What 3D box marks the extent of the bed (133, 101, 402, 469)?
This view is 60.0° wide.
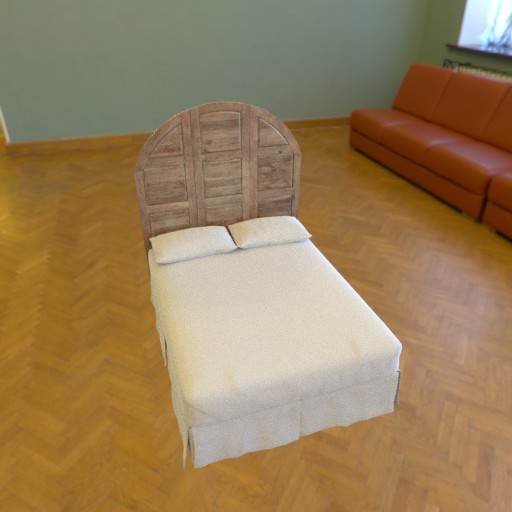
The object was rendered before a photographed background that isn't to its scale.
[{"bbox_3d":[0.000,0.000,3.588,1.713,2.002,2.112,-10,32,-16],"label":"bed"}]
